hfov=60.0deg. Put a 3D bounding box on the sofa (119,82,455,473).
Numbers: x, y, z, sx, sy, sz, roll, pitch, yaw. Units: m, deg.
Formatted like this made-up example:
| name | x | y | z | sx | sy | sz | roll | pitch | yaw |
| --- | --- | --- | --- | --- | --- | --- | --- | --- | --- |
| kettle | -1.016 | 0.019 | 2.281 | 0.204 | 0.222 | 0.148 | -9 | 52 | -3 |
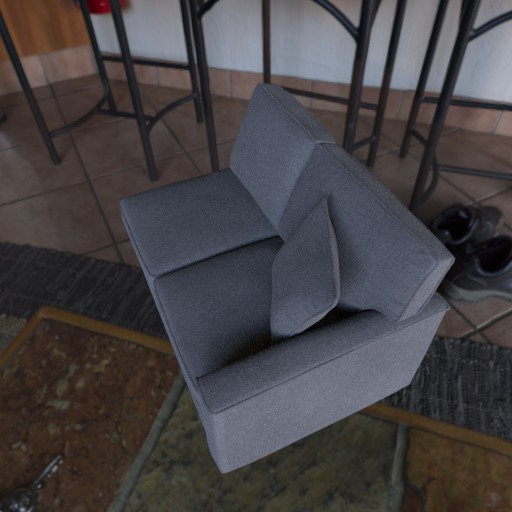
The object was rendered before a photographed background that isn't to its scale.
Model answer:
| name | x | y | z | sx | sy | sz | roll | pitch | yaw |
| --- | --- | --- | --- | --- | --- | --- | --- | --- | --- |
| sofa | 0.000 | 0.000 | 2.051 | 0.991 | 0.989 | 1.388 | -19 | 49 | -17 |
